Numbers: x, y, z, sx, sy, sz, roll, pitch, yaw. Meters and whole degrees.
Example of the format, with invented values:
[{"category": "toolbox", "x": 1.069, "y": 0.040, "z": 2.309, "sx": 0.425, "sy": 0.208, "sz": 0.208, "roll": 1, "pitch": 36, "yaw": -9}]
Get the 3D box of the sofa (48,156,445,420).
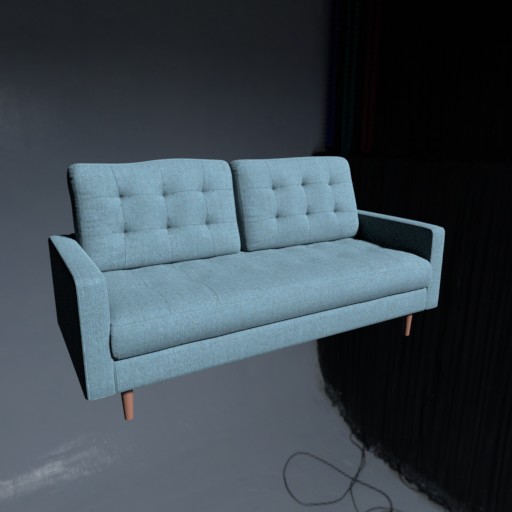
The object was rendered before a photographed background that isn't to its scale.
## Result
[{"category": "sofa", "x": 0.000, "y": 0.000, "z": 2.464, "sx": 2.010, "sy": 1.050, "sz": 0.966, "roll": -8, "pitch": 17, "yaw": -29}]
